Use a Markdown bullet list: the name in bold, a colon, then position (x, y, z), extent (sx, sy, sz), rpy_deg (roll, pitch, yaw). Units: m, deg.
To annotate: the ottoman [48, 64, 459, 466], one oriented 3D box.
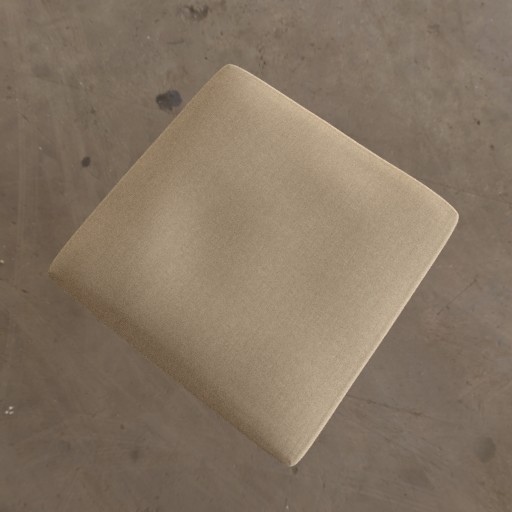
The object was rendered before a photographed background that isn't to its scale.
- **ottoman**: position (0.000, 0.000, 1.360), extent (0.843, 0.436, 0.840), rpy_deg (36, 79, 8)
